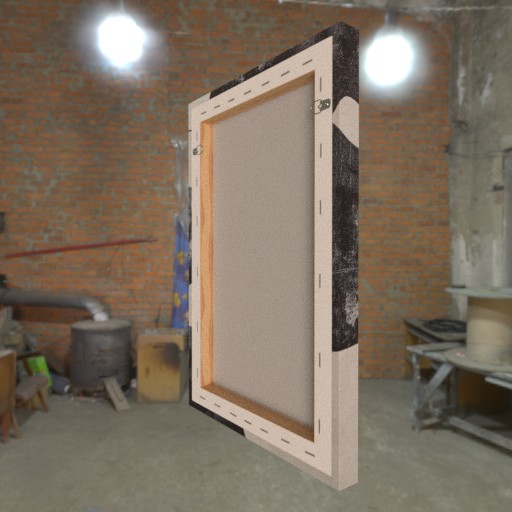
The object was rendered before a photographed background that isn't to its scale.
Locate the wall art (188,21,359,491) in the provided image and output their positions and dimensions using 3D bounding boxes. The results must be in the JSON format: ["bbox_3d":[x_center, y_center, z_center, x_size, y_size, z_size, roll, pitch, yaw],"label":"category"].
[{"bbox_3d":[0.000,0.000,0.747,0.039,0.610,0.407,0,1,-37],"label":"wall art"}]
